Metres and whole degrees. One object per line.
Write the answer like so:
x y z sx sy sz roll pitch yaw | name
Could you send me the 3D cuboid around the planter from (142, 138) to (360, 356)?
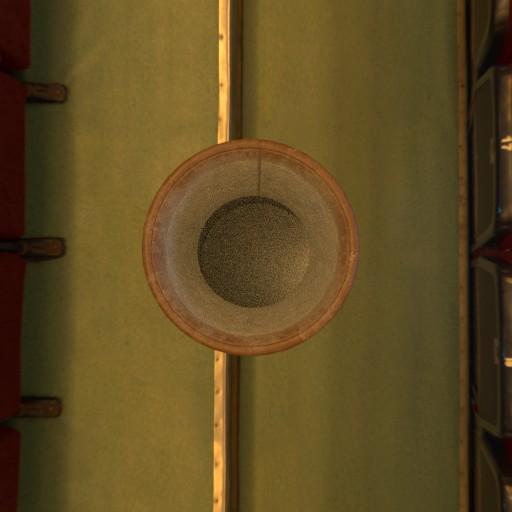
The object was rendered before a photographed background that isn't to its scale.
0.000 0.000 0.541 0.214 0.396 0.245 0 88 1 | planter
